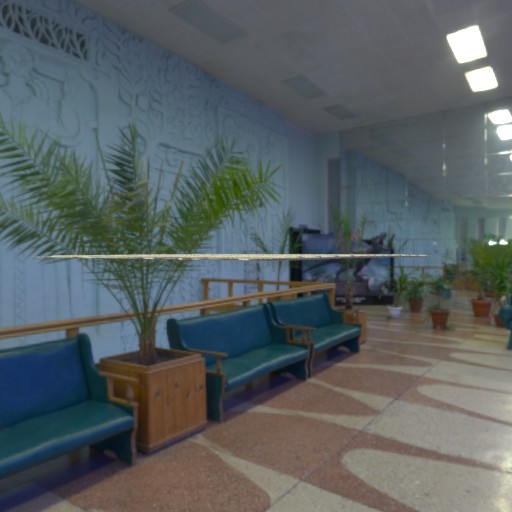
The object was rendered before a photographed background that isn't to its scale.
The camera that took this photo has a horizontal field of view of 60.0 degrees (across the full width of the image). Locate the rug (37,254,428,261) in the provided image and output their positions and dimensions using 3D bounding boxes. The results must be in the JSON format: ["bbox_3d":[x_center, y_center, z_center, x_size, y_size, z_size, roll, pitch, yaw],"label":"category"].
[{"bbox_3d":[0.000,0.000,4.250,2.388,0.030,3.213,0,0,37],"label":"rug"}]
